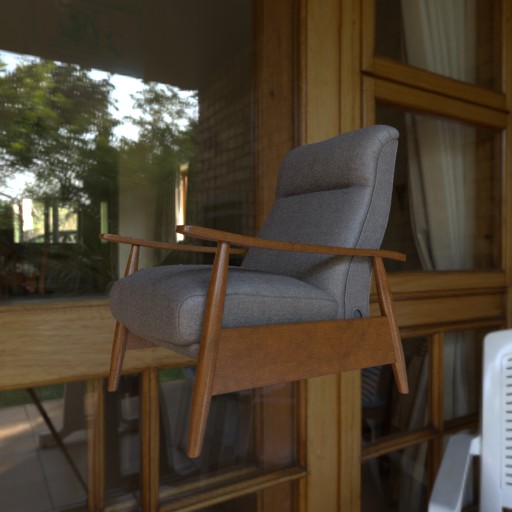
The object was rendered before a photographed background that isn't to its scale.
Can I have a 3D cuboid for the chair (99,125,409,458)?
[{"bbox_3d":[0.000,0.000,1.765,1.014,1.081,0.762,0,1,-36],"label":"chair"}]
